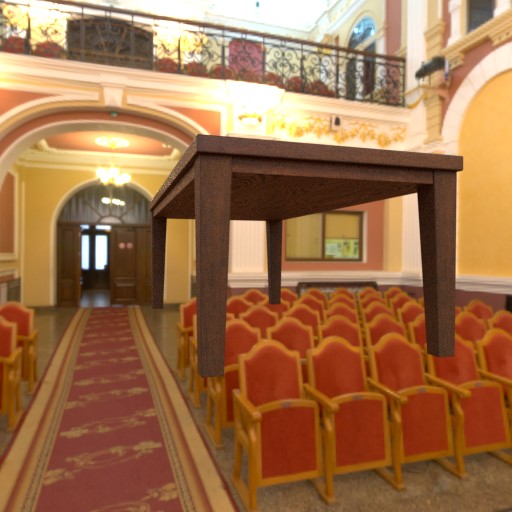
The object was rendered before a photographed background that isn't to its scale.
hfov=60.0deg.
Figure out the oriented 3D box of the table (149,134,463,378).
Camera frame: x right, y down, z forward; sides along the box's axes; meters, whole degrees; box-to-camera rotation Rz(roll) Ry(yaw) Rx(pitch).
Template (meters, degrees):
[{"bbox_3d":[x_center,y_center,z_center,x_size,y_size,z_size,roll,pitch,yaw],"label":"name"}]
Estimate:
[{"bbox_3d":[0.000,0.000,2.464,1.016,0.762,1.981,0,0,-18],"label":"table"}]
